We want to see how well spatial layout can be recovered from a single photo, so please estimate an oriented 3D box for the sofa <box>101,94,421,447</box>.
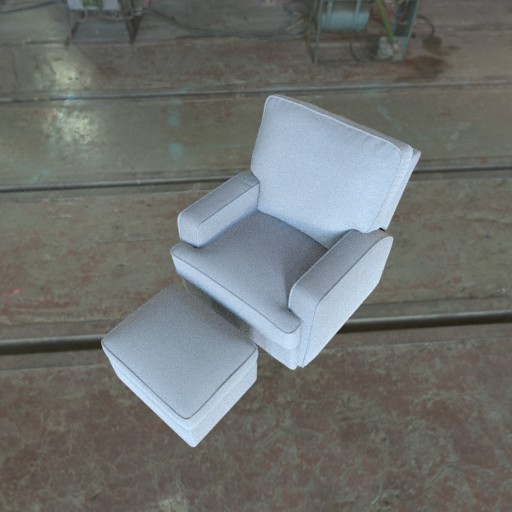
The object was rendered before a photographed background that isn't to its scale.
[{"bbox_3d":[0.000,0.000,2.066,0.861,0.959,1.472,32,55,26],"label":"sofa"}]
